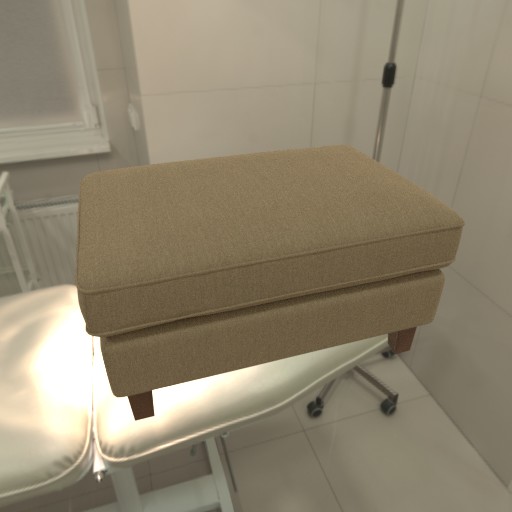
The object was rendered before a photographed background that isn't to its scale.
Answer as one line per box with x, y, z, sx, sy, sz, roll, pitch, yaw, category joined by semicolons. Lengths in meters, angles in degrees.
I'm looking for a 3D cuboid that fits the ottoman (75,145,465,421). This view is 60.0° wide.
0.000;0.000;1.328;0.945;0.521;0.636;-10;34;-15;ottoman
